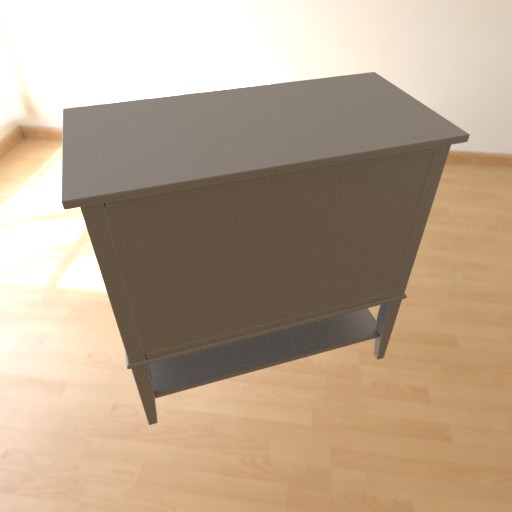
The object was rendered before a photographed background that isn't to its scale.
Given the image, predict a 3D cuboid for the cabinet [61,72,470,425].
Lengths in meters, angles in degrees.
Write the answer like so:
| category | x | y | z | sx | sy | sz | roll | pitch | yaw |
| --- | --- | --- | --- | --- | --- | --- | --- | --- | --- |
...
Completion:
| category | x | y | z | sx | sy | sz | roll | pitch | yaw |
| --- | --- | --- | --- | --- | --- | --- | --- | --- | --- |
| cabinet | 0.000 | 0.000 | 1.220 | 0.801 | 0.780 | 0.396 | -12 | 42 | -13 |
